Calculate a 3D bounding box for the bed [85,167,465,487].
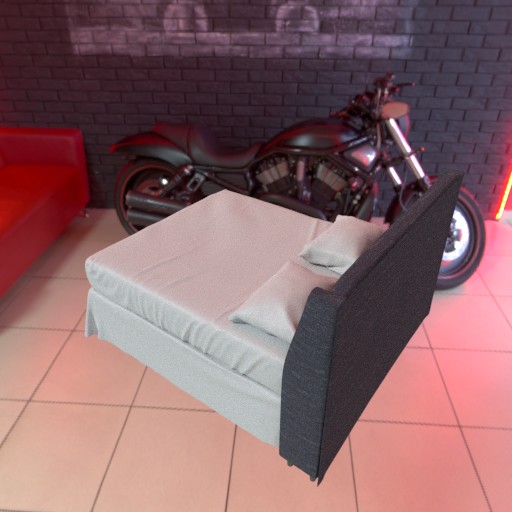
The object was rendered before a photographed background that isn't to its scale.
[{"bbox_3d":[0.000,0.000,3.362,2.276,1.332,1.925,21,38,30],"label":"bed"}]
